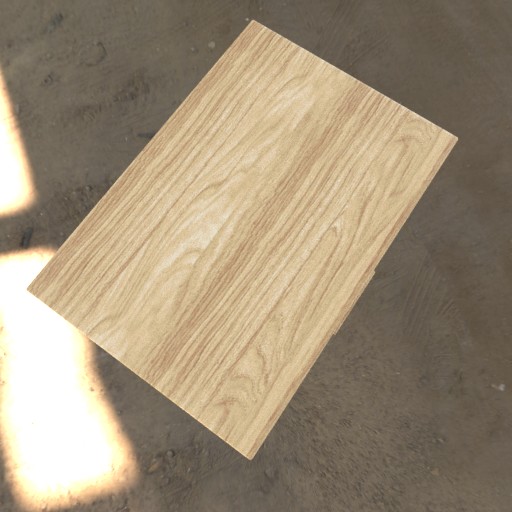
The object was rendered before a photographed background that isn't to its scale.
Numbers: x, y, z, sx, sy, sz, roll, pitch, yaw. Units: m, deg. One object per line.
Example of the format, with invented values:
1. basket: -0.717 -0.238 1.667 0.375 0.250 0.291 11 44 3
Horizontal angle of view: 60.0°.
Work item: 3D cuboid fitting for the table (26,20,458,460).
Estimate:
1. table: 0.000 0.000 0.794 0.360 0.440 0.500 34 78 9
